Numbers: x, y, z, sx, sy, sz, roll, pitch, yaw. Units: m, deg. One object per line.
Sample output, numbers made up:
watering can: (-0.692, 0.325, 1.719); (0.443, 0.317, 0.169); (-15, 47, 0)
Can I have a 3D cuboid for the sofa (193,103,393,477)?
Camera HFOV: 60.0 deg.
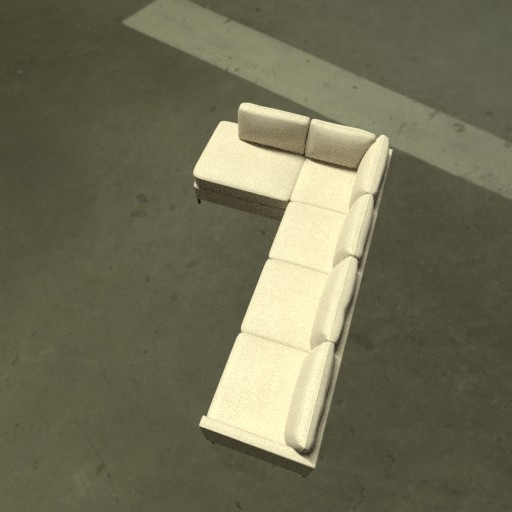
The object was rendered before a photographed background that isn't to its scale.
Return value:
sofa: (0.000, 0.000, 4.386); (2.048, 0.996, 3.384); (16, 60, 10)
